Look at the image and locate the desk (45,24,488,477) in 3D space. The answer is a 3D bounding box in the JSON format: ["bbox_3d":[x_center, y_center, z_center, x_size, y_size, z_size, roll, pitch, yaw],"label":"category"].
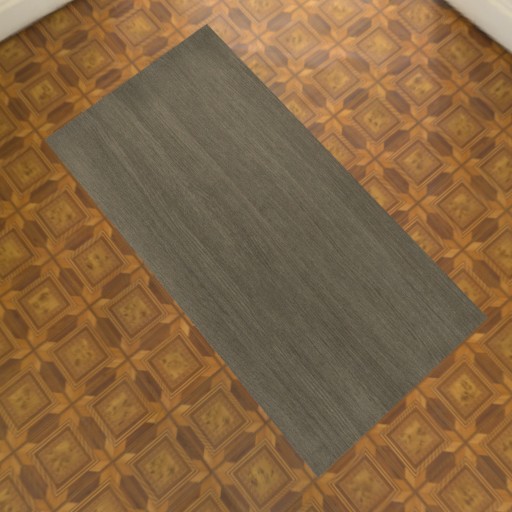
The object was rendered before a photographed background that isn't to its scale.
[{"bbox_3d":[0.000,0.000,1.496,0.560,0.735,1.097,-40,80,-8],"label":"desk"}]
